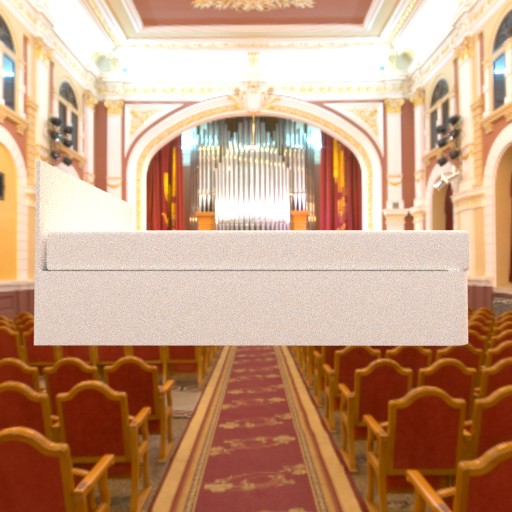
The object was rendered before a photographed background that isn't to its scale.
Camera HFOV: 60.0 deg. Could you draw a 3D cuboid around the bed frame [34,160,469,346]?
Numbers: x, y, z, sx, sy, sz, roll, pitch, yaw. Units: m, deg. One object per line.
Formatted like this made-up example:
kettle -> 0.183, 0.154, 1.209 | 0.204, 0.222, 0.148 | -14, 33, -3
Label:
bed frame -> 0.000, 0.000, 2.607 | 1.900, 0.800, 1.400 | 0, -1, 0
